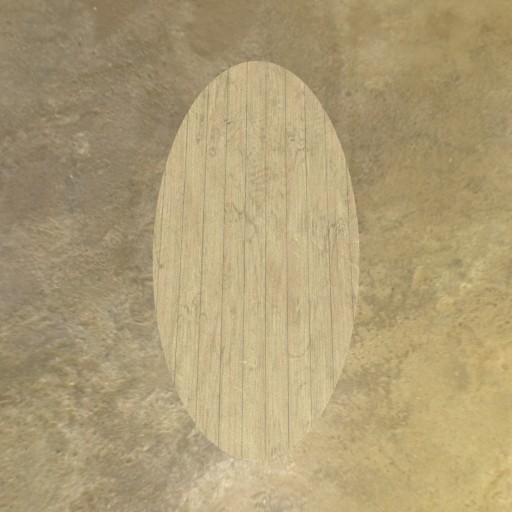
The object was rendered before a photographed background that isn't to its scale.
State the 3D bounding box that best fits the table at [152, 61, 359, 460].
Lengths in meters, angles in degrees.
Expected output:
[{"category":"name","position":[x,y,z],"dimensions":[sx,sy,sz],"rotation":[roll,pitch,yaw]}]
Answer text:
[{"category":"table","position":[0.000,0.000,1.357],"dimensions":[0.542,0.390,1.083],"rotation":[0,76,0]}]
